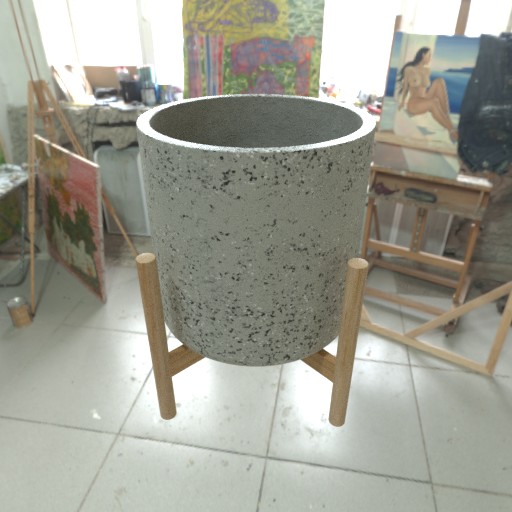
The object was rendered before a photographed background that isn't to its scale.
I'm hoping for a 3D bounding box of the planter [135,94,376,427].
[{"bbox_3d":[0.000,0.000,0.680,0.360,0.419,0.360,-10,32,-17],"label":"planter"}]
